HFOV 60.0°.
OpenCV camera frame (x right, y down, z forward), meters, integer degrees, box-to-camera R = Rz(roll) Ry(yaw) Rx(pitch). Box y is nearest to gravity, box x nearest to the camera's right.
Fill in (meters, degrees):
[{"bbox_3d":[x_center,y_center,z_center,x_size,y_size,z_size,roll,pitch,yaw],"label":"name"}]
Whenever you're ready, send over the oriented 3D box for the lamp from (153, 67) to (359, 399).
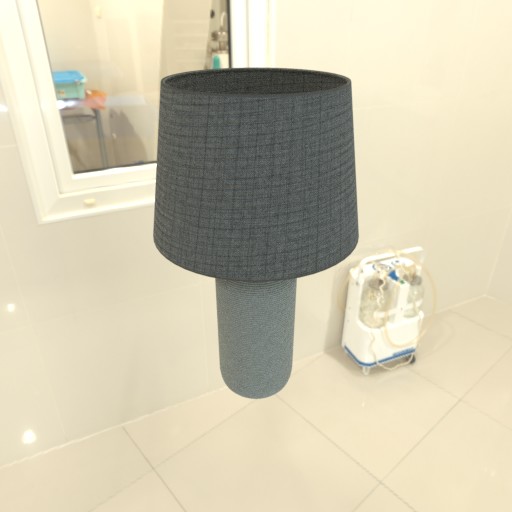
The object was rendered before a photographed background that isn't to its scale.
[{"bbox_3d":[0.000,0.000,0.573,0.251,0.429,0.251,0,29,0],"label":"lamp"}]
